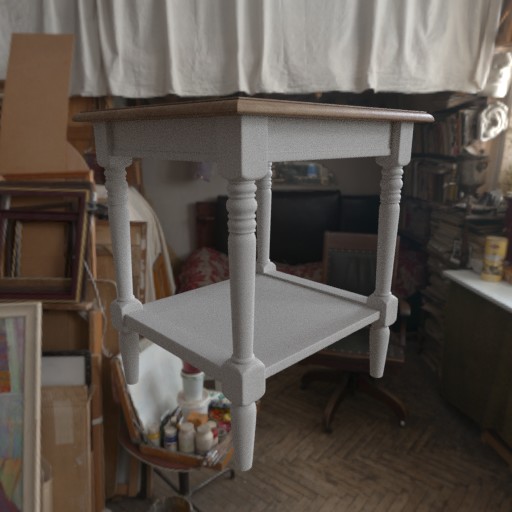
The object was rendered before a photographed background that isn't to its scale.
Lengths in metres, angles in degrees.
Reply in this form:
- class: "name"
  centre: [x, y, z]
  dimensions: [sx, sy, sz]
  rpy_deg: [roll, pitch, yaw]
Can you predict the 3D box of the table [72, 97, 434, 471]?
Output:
- class: "table"
  centre: [0.000, 0.000, 0.904]
  dimensions: [0.508, 0.561, 0.457]
  rpy_deg: [-14, 21, -42]
